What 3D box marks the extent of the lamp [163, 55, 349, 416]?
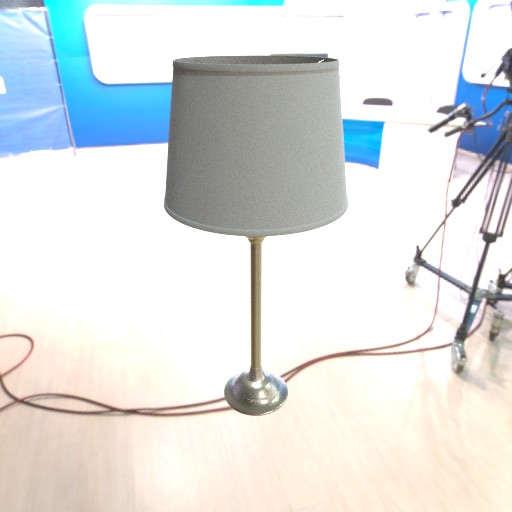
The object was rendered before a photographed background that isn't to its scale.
[{"bbox_3d":[0.000,0.000,0.859,0.331,0.698,0.331,0,27,0],"label":"lamp"}]
